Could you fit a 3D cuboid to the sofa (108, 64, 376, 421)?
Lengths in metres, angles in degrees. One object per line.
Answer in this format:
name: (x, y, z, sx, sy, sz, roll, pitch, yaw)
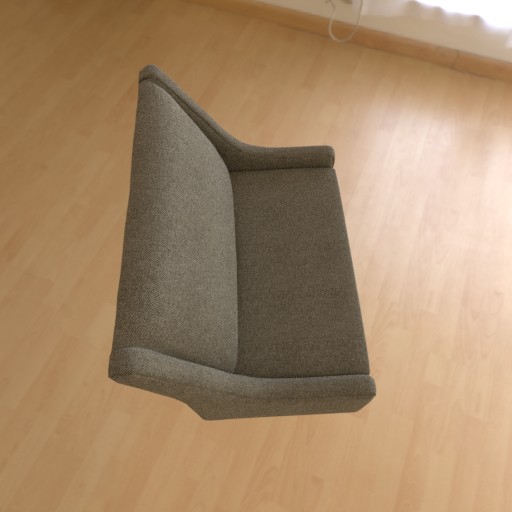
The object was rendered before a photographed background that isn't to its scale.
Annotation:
sofa: (0.000, 0.000, 1.899, 0.870, 1.021, 1.242, -3, 62, -1)
